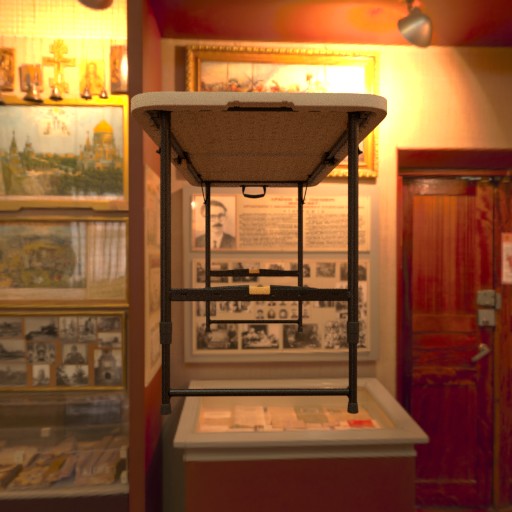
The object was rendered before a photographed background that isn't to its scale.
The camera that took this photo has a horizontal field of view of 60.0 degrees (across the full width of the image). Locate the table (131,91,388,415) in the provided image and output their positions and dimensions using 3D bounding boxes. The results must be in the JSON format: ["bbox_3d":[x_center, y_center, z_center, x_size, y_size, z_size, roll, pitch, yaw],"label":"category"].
[{"bbox_3d":[0.000,0.000,1.603,0.611,0.737,1.245,0,0,-1],"label":"table"}]
